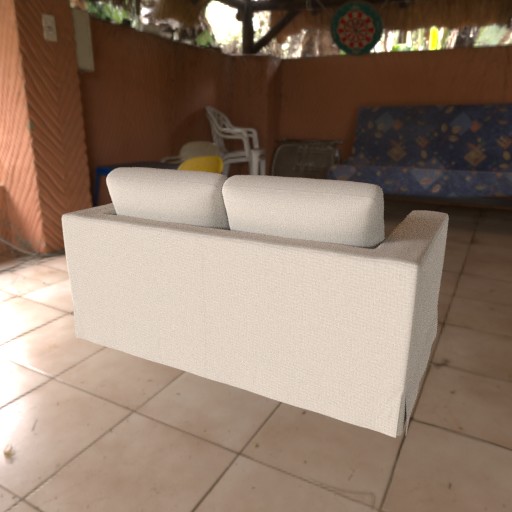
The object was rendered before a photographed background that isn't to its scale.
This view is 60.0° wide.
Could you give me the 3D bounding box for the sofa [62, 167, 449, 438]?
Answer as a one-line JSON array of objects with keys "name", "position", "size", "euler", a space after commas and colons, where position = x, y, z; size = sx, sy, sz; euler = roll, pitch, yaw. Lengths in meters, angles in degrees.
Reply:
[{"name": "sofa", "position": [0.000, 0.000, 2.379], "size": [1.813, 0.932, 1.009], "euler": [9, 19, 27]}]
